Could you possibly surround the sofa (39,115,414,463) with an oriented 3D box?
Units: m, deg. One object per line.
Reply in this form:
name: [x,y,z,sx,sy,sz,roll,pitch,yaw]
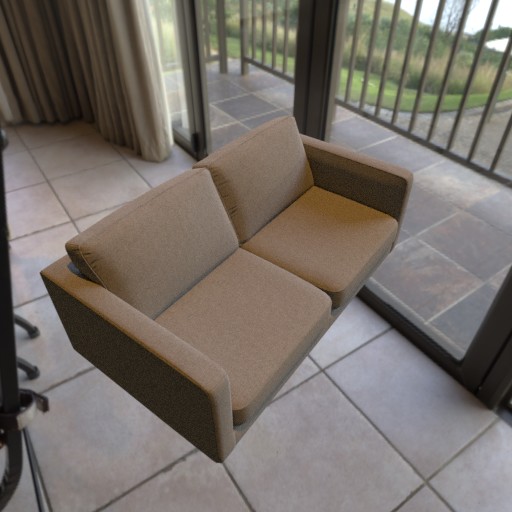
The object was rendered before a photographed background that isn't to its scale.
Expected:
sofa: [0.000,0.000,2.332,1.000,0.900,1.731,27,48,27]
